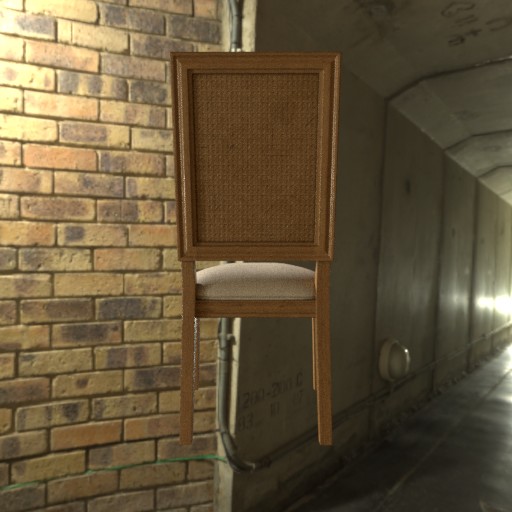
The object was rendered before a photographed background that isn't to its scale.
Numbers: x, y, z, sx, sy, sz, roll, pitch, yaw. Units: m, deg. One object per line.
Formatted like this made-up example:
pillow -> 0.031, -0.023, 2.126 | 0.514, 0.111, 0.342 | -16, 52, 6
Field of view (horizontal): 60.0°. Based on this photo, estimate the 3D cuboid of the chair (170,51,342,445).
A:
chair -> 0.000, 0.000, 1.362 | 0.536, 0.988, 0.601 | 0, 0, 0
